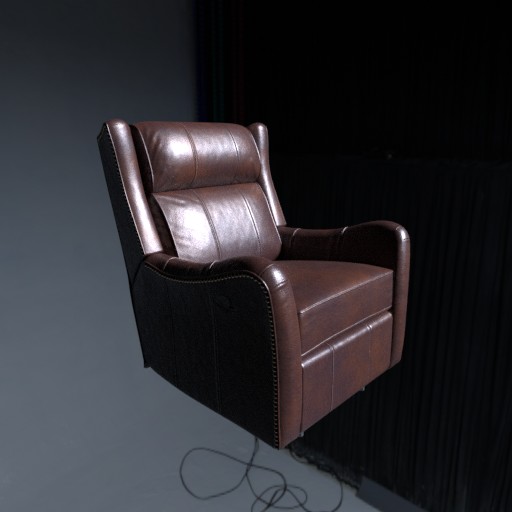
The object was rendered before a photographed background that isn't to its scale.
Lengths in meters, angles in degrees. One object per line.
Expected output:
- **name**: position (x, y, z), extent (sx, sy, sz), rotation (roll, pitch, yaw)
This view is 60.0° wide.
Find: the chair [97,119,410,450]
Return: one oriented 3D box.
- **chair**: position (0.000, 0.000, 1.835), extent (1.008, 1.084, 0.869), rotation (14, 21, 42)
